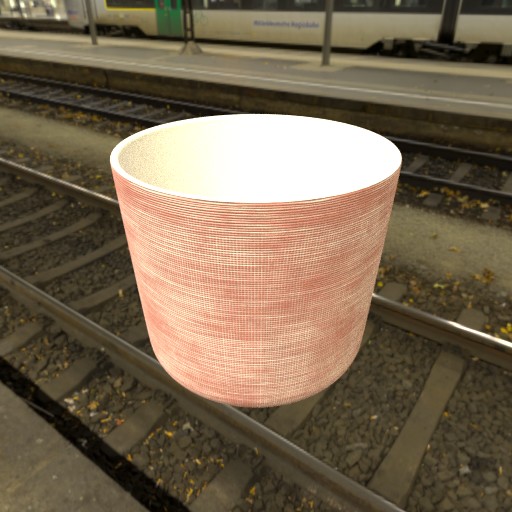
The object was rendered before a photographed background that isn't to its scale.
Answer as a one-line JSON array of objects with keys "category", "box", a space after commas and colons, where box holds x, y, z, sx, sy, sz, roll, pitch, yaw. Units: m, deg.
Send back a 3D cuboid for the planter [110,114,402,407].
[{"category": "planter", "box": [0.000, 0.000, 0.794, 0.440, 0.398, 0.440, 0, 30, 0]}]
